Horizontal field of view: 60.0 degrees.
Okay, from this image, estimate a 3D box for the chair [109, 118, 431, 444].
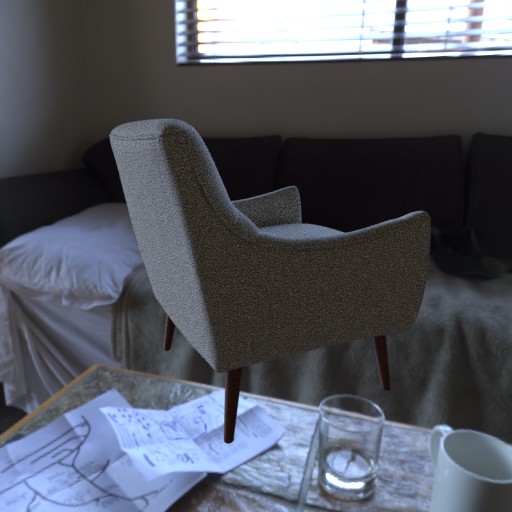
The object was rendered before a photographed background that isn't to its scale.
[{"bbox_3d":[0.000,0.000,1.441,0.787,0.838,0.762,-8,17,-26],"label":"chair"}]
